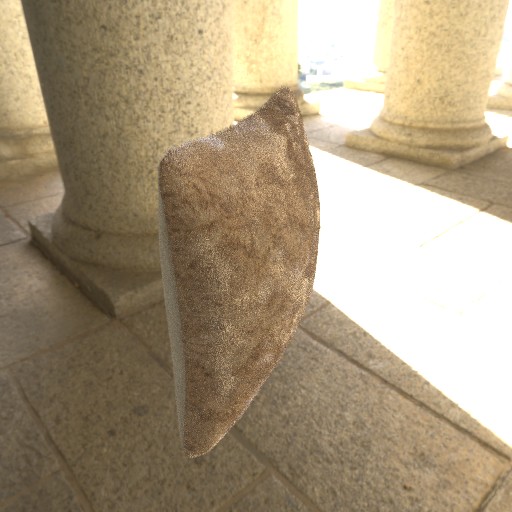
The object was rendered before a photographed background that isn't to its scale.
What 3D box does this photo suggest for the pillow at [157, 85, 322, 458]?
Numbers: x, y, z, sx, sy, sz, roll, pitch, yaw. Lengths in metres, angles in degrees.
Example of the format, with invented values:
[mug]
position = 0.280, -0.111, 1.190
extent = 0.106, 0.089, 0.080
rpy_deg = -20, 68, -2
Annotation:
[pillow]
position = 0.000, 0.000, 0.813
extent = 0.216, 0.525, 0.538
rpy_deg = 10, 31, 17
